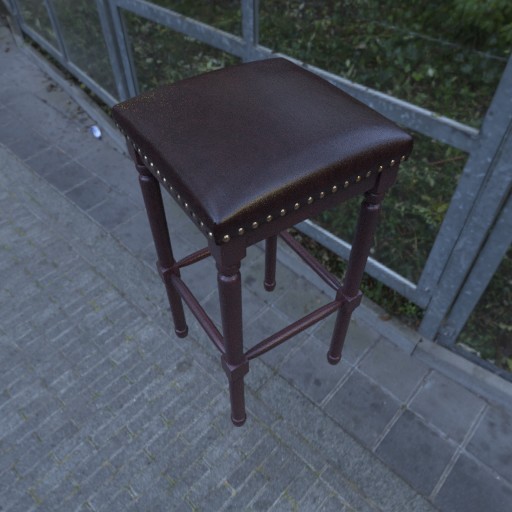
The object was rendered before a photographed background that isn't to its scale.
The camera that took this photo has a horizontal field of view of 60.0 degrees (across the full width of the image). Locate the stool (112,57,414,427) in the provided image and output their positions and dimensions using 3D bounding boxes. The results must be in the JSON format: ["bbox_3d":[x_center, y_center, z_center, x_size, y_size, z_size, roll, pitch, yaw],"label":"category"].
[{"bbox_3d":[0.000,0.000,1.003,0.383,0.768,0.382,-26,52,-22],"label":"stool"}]
